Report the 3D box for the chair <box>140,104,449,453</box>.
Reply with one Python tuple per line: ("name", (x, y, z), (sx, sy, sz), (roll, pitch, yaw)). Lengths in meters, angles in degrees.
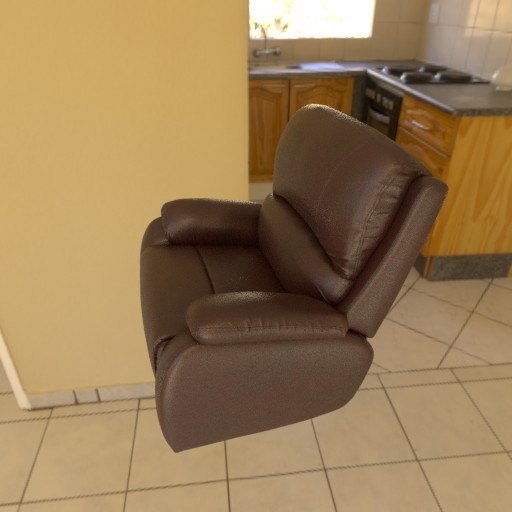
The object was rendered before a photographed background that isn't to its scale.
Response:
("chair", (0.000, 0.000, 1.695), (0.899, 1.011, 0.930), (-8, 32, -14))
